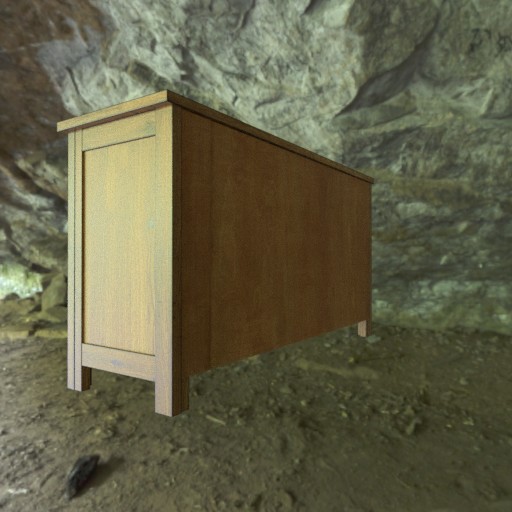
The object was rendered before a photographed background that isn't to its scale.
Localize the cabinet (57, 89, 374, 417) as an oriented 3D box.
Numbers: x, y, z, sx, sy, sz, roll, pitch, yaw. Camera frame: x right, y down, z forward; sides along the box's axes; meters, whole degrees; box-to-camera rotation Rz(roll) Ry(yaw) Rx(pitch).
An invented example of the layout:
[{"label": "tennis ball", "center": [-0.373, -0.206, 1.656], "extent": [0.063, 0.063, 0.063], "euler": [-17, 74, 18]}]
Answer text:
[{"label": "cabinet", "center": [0.000, 0.000, 1.829], "extent": [0.480, 0.813, 1.474], "euler": [0, 0, 34]}]
